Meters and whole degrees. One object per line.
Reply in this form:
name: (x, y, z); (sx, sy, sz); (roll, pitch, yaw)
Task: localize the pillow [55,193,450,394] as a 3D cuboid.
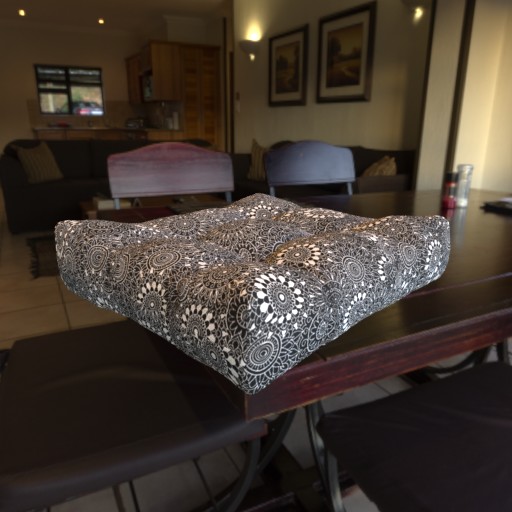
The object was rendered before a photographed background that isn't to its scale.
pillow: (0.000, 0.000, 0.731); (0.468, 0.128, 0.490); (15, 22, 41)
